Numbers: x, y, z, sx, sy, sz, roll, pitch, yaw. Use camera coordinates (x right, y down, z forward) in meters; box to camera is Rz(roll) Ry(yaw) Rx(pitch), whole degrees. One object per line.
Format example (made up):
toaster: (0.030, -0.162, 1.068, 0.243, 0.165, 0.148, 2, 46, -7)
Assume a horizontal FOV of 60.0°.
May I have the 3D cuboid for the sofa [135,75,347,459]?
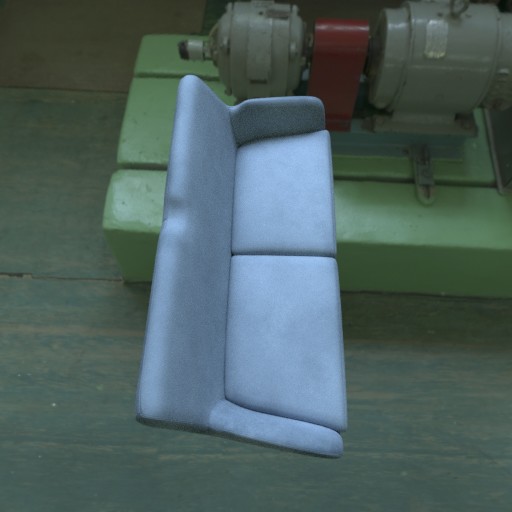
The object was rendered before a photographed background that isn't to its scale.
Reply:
sofa: (0.000, 0.000, 2.257, 0.850, 0.810, 1.870, 1, 64, 1)
